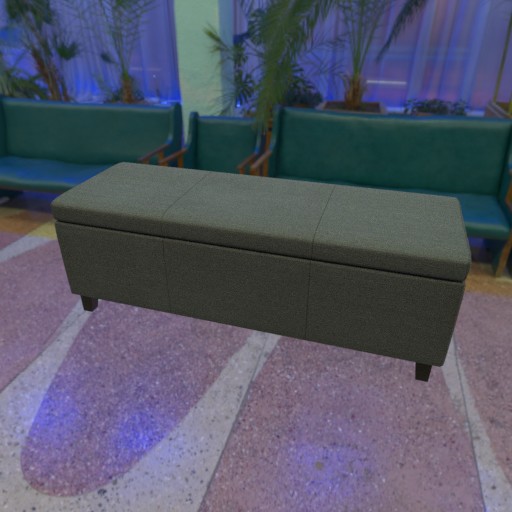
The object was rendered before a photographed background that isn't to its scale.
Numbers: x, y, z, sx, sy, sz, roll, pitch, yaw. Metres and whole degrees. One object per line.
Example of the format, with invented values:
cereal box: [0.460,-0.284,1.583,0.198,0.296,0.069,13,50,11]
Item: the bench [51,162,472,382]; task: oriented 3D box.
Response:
bench: [0.000,0.000,1.520,1.269,0.438,0.446,9,31,15]
